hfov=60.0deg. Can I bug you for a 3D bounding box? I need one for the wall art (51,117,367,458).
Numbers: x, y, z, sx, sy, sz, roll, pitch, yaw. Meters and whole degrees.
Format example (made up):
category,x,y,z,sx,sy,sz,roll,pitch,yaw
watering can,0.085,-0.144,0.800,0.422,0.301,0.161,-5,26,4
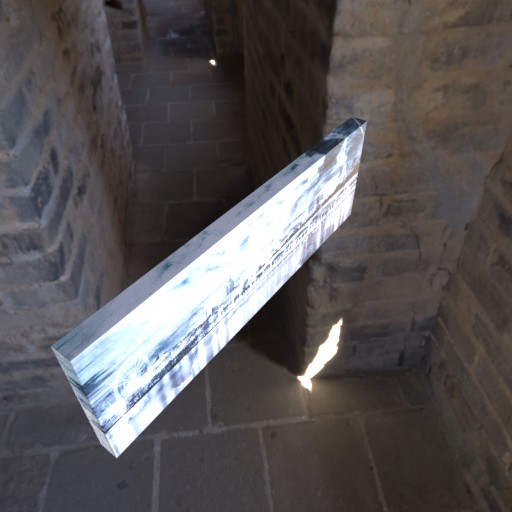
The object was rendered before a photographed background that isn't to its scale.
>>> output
category,x,y,z,sx,sy,sz,roll,pitch,yaw
wall art,0.000,0.000,0.820,0.037,0.251,0.759,26,48,26
